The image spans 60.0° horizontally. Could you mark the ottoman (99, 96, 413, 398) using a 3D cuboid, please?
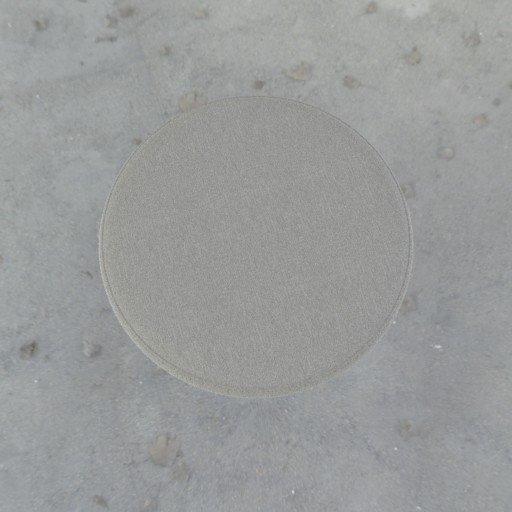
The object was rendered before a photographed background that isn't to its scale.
[{"bbox_3d":[0.000,0.000,1.008,0.608,0.433,0.608,0,74,0],"label":"ottoman"}]
